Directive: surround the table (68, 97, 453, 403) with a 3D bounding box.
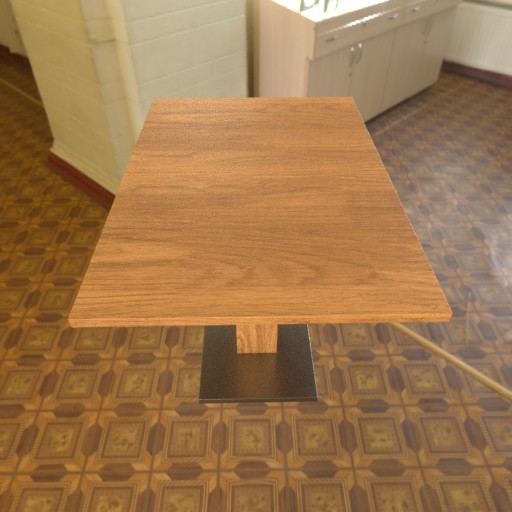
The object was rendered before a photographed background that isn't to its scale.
[{"bbox_3d":[0.000,0.000,1.777,0.900,0.770,1.300,-1,41,-1],"label":"table"}]
